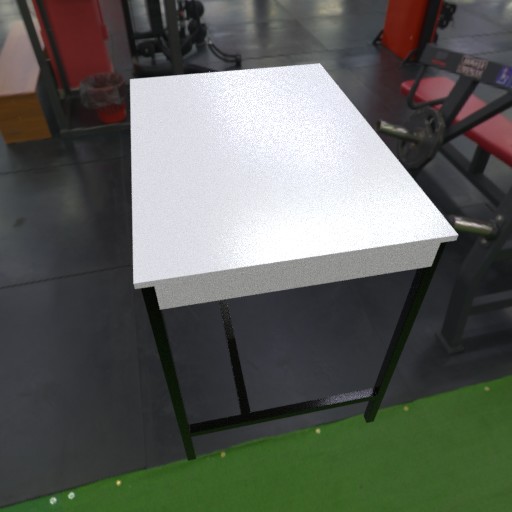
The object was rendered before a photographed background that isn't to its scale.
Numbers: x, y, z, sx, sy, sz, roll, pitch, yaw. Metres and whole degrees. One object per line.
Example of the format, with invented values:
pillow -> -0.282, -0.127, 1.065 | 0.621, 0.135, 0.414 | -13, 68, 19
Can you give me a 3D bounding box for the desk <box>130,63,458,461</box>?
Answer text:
desk -> 0.000, 0.000, 1.305 | 0.573, 0.766, 0.811 | -8, 45, -8
